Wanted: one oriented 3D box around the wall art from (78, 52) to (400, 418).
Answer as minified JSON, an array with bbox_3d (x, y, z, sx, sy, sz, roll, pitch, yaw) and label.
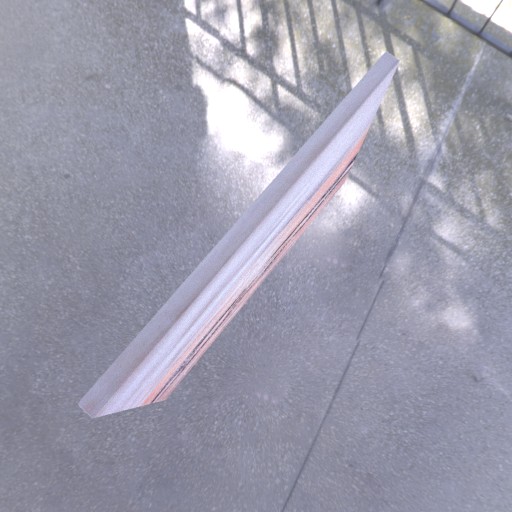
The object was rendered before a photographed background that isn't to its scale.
[{"bbox_3d":[0.000,0.000,1.131,0.038,0.609,0.913,38,78,10],"label":"wall art"}]
